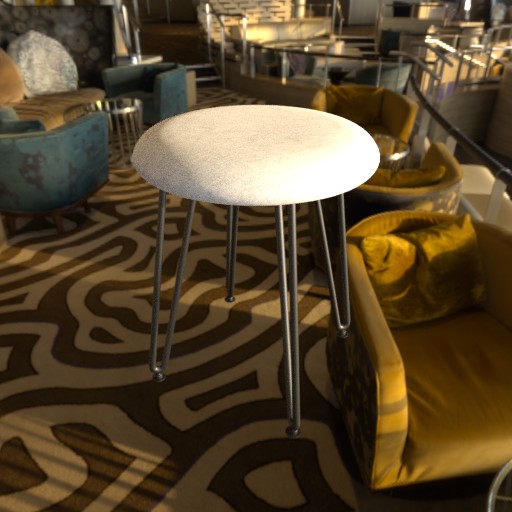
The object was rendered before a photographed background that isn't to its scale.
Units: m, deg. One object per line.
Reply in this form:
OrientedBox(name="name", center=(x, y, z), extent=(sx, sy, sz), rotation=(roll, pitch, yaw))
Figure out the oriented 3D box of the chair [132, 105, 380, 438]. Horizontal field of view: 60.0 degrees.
OrientedBox(name="chair", center=(0.000, 0.000, 0.650), extent=(0.350, 0.386, 0.350), rotation=(-10, 32, -16))
